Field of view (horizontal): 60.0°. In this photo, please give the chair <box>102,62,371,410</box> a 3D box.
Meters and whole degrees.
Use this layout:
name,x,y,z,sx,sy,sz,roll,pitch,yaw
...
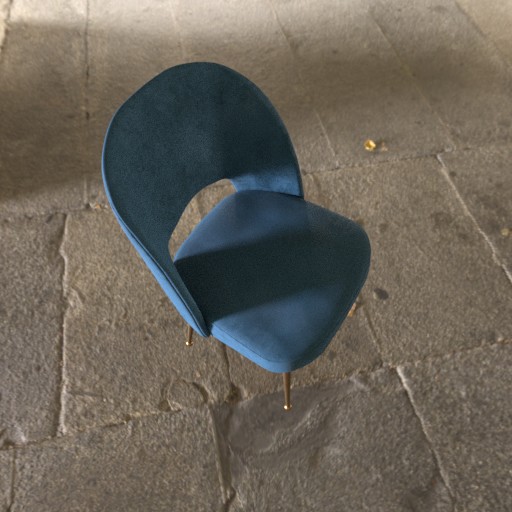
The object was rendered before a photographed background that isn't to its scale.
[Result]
name,x,y,z,sx,sy,sz,roll,pitch,yaw
chair,0.000,0.000,1.217,0.577,0.860,0.527,29,62,17
